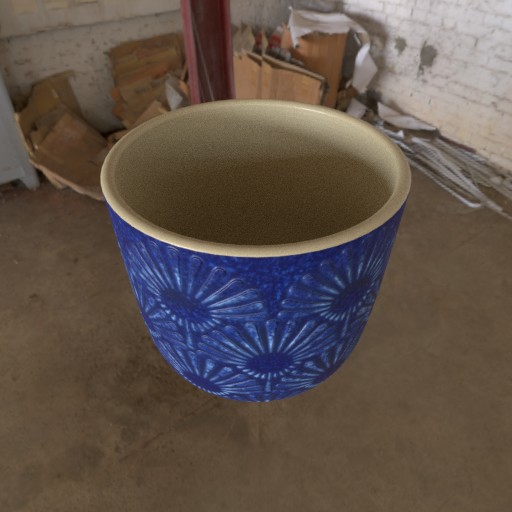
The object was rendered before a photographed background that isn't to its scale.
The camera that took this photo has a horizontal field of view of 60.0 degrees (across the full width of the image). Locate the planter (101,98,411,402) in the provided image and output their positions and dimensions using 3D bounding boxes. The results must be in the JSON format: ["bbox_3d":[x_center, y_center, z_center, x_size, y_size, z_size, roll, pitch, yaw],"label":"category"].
[{"bbox_3d":[0.000,0.000,0.217,0.124,0.109,0.124,0,41,0],"label":"planter"}]
